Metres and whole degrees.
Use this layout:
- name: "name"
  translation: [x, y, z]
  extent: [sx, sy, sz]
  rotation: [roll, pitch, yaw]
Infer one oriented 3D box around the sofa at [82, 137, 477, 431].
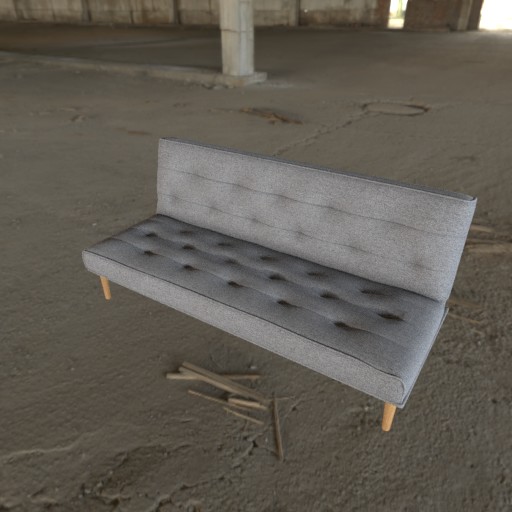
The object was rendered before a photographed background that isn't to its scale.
- name: "sofa"
  translation: [0.000, 0.000, 2.278]
  extent: [1.820, 0.830, 0.810]
  rotation: [18, 35, 28]
